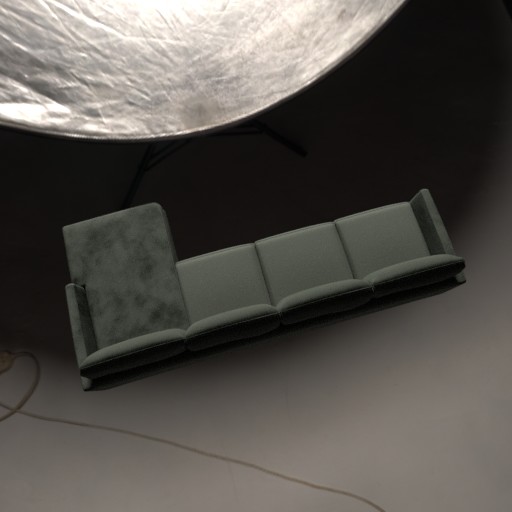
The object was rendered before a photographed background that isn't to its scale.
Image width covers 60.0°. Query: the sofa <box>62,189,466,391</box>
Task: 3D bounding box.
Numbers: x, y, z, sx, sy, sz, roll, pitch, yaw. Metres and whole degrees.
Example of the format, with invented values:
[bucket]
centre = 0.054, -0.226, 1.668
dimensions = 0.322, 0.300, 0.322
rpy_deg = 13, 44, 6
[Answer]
[sofa]
centre = 0.000, 0.000, 3.289
dimensions = 2.725, 0.756, 1.255
rpy_deg = -15, 75, -4
